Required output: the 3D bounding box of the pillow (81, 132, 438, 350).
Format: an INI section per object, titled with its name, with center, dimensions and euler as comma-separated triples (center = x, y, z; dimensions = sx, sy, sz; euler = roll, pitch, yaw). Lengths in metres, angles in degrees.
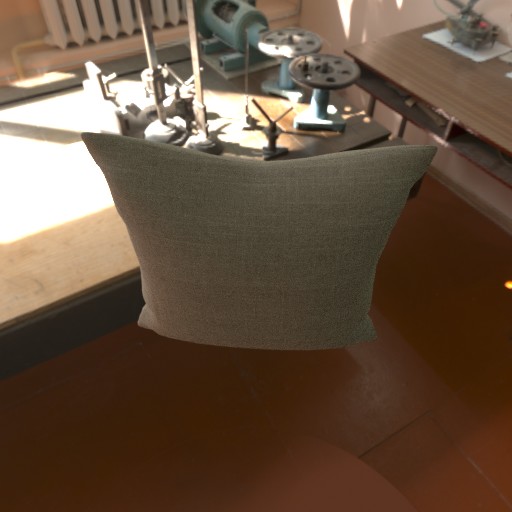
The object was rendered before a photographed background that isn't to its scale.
[pillow]
center = 0.000, 0.000, 0.651
dimensions = 0.424, 0.400, 0.169
euler = 3, 47, 3
